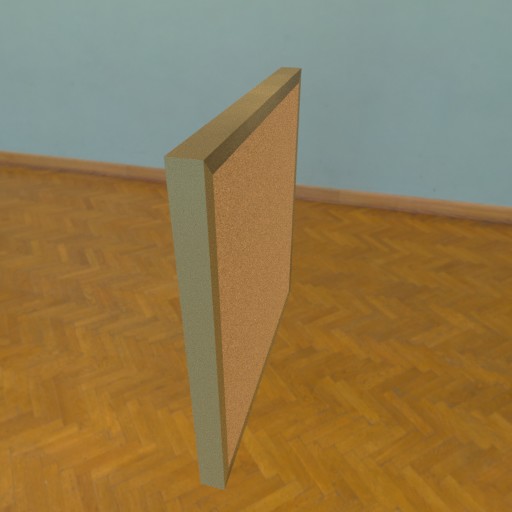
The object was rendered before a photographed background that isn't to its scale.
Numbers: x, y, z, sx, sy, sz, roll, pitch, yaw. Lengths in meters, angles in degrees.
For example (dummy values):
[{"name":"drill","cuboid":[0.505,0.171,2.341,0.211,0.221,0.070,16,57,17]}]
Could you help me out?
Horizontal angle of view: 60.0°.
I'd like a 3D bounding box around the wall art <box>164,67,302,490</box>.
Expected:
[{"name":"wall art","cuboid":[0.000,0.000,0.737,0.038,0.508,0.507,8,33,13]}]
